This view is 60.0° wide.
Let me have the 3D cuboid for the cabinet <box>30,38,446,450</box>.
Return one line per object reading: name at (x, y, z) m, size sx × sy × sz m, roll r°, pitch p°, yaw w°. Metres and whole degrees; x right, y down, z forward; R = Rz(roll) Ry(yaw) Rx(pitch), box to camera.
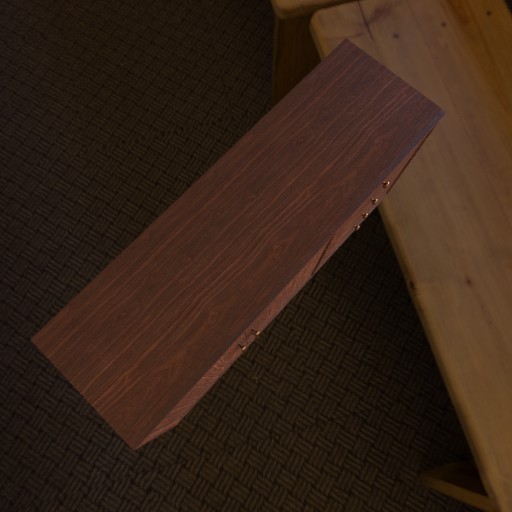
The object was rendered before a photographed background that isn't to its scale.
cabinet at (0.000, 0.000, 1.976) m, size 0.505 × 0.940 × 1.575 m, roll 42°, pitch 79°, yaw 10°
